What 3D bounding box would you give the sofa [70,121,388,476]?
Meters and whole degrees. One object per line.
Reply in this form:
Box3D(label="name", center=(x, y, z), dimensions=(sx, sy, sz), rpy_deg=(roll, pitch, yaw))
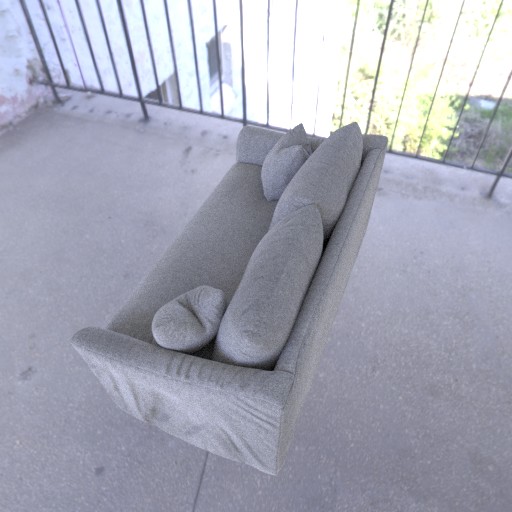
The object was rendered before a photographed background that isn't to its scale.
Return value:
Box3D(label="sofa", center=(0.000, 0.000, 2.640), dimensions=(1.072, 1.018, 2.010), rpy_deg=(17, 49, 15))
